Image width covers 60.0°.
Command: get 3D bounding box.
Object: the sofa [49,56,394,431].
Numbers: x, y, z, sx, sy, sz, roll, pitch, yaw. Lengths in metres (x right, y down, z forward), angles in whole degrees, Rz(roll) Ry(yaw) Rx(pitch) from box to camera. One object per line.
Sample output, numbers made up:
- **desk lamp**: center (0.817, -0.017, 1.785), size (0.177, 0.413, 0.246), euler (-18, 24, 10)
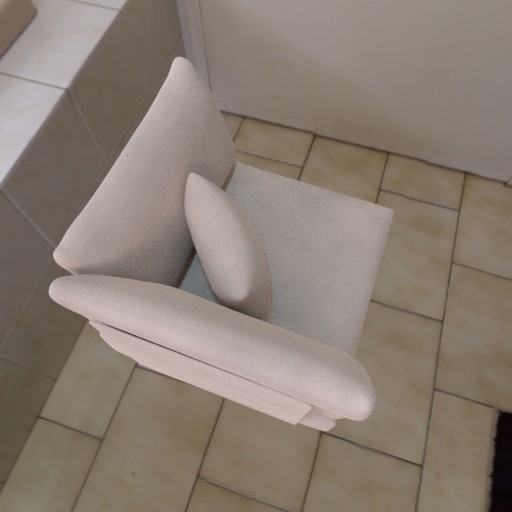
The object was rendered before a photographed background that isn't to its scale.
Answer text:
- **sofa**: center (0.000, 0.000, 1.707), size (1.000, 0.820, 1.000), euler (19, 66, 9)
